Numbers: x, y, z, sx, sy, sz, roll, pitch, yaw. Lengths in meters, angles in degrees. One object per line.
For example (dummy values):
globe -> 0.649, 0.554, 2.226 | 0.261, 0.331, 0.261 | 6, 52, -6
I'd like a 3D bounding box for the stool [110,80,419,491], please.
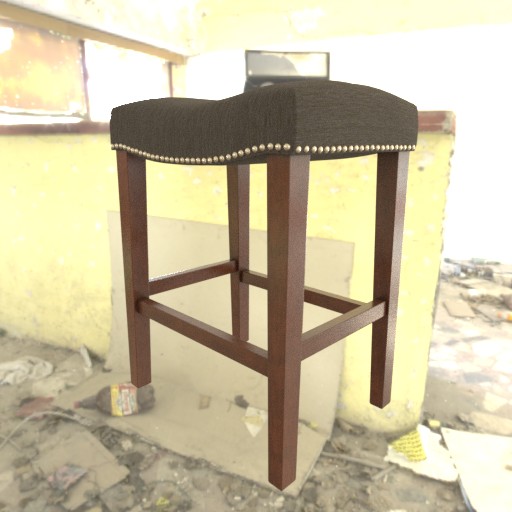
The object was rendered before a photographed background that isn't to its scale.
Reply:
stool -> 0.000, 0.000, 0.938 | 0.504, 0.654, 0.372 | 14, 20, 43
